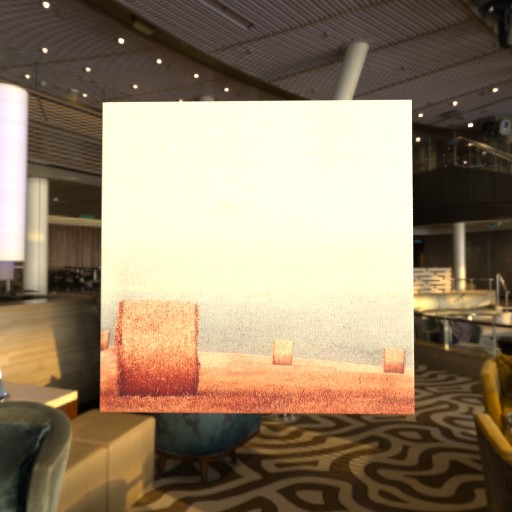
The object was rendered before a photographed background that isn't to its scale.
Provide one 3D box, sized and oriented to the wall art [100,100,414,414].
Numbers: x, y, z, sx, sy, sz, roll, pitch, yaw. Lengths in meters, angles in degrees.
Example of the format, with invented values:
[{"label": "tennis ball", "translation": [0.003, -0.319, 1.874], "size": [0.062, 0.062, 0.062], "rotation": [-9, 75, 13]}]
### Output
[{"label": "wall art", "translation": [0.000, 0.000, 0.874], "size": [0.605, 0.605, 0.034], "rotation": [0, -2, 1]}]
